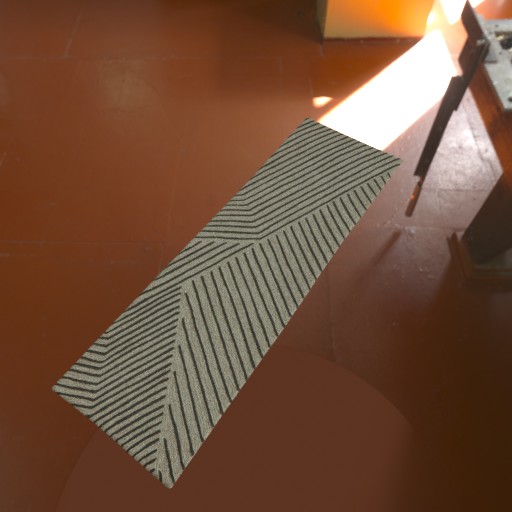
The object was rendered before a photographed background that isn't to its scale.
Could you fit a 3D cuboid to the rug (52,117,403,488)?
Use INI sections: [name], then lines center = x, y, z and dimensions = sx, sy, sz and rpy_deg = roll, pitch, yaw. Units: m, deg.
[rug]
center = 0.000, 0.000, 2.610
dimensions = 0.773, 0.020, 2.439
rpy_deg = 30, 62, 18
